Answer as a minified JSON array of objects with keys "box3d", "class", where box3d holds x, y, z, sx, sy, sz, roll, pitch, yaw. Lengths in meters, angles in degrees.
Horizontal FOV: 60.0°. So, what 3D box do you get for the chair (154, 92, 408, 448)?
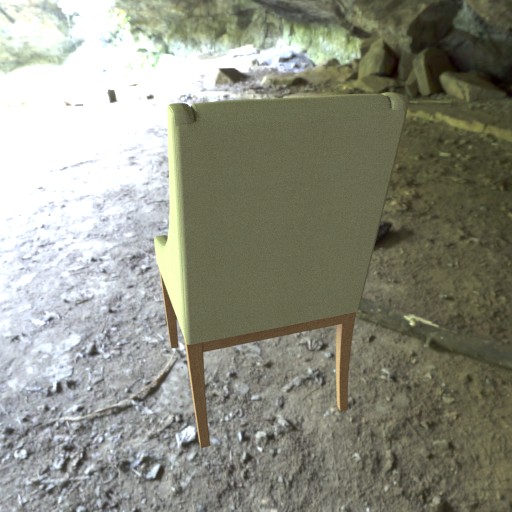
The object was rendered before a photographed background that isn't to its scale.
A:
[{"box3d":[0.000,0.000,1.393,0.575,1.021,0.611,-9,29,-16],"class":"chair"}]
